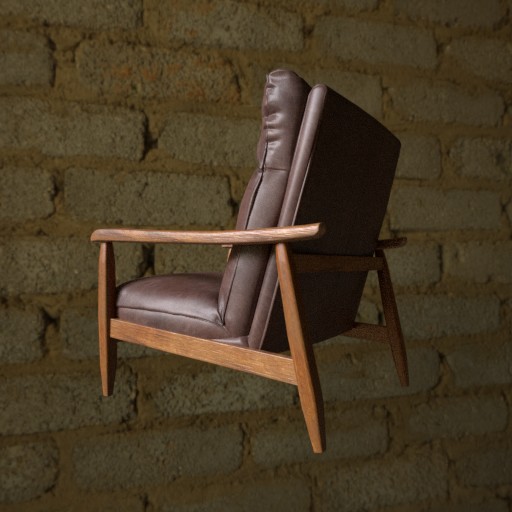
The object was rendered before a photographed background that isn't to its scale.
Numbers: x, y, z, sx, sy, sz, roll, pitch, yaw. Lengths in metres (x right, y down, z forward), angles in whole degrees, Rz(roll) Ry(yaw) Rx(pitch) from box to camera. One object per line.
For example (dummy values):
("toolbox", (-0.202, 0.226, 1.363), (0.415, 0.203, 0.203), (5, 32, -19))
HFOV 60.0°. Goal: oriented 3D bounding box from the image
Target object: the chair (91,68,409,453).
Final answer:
("chair", (0.000, 0.000, 1.491), (0.830, 0.897, 0.782), (-1, -1, 35))
